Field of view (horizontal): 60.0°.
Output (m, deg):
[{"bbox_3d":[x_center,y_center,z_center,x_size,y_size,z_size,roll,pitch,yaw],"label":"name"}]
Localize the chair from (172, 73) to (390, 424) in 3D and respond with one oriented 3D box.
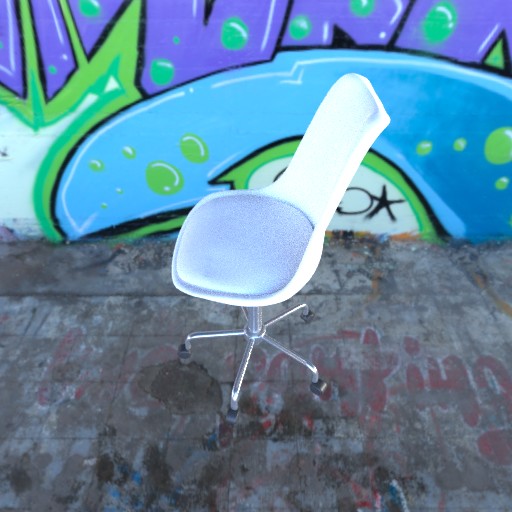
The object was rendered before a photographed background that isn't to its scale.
[{"bbox_3d":[0.000,0.000,1.270,0.550,0.930,0.550,0,41,0],"label":"chair"}]
